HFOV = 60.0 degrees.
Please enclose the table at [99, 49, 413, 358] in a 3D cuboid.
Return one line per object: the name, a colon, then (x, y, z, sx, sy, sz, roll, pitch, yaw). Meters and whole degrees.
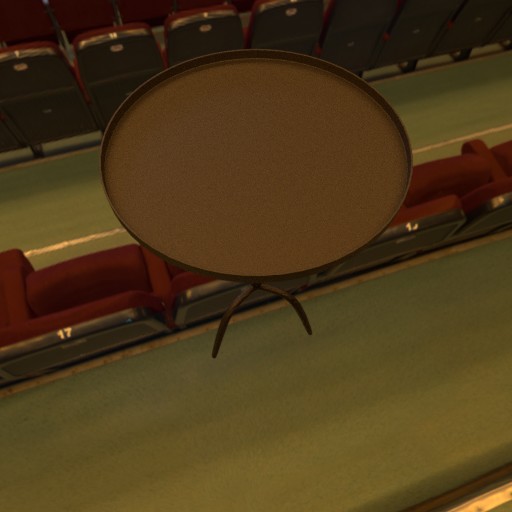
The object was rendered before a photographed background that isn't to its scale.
table: (0.000, 0.000, 1.017, 0.502, 0.700, 0.502, -17, 59, -10)
